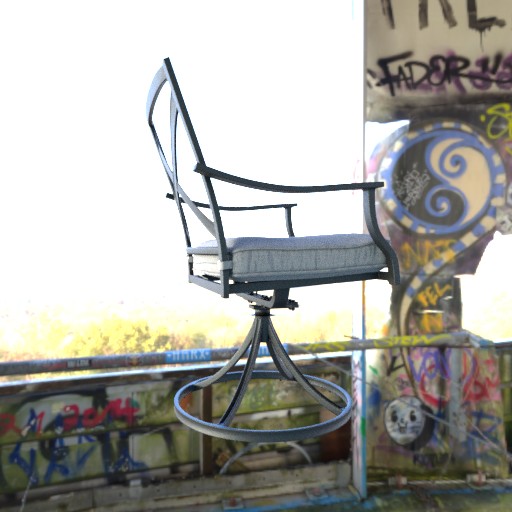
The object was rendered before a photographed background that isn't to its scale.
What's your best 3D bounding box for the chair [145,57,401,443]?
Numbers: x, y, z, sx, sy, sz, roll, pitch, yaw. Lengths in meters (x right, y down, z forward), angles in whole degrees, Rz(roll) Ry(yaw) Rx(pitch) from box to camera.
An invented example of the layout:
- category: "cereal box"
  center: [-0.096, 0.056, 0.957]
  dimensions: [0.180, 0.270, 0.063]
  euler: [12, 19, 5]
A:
- category: "chair"
  center: [0.000, 0.000, 1.301]
  dimensions: [0.620, 0.889, 0.575]
  euler: [0, 1, -18]
